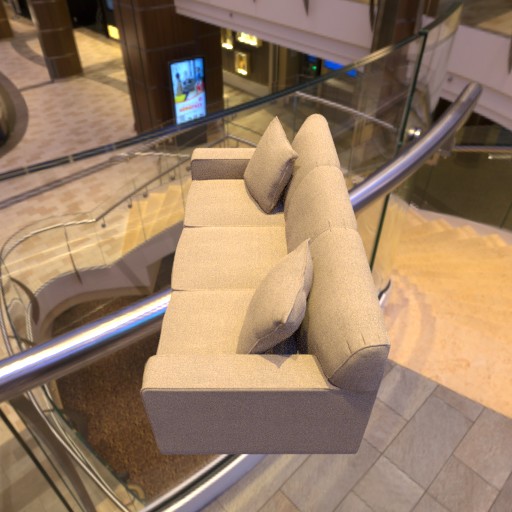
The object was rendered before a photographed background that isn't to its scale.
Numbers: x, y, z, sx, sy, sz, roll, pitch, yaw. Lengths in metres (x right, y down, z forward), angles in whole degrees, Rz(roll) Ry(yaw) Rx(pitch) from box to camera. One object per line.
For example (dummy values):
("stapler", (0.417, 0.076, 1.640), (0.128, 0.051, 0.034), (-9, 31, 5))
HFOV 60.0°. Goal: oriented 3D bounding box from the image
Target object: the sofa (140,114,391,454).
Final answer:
("sofa", (0.000, 0.000, 2.601), (0.997, 0.958, 2.024), (0, 41, 0))
